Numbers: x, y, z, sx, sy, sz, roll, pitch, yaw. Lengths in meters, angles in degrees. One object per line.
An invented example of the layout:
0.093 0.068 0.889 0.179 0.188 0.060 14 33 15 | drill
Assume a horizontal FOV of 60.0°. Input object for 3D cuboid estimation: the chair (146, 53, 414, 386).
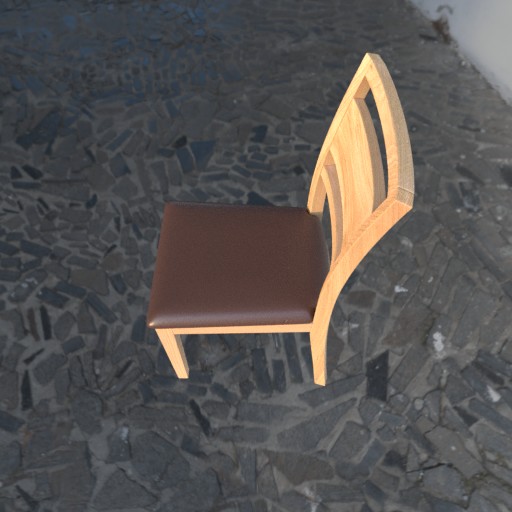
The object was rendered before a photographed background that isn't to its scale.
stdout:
0.000 0.000 1.193 0.545 0.940 0.420 1 58 1 | chair
